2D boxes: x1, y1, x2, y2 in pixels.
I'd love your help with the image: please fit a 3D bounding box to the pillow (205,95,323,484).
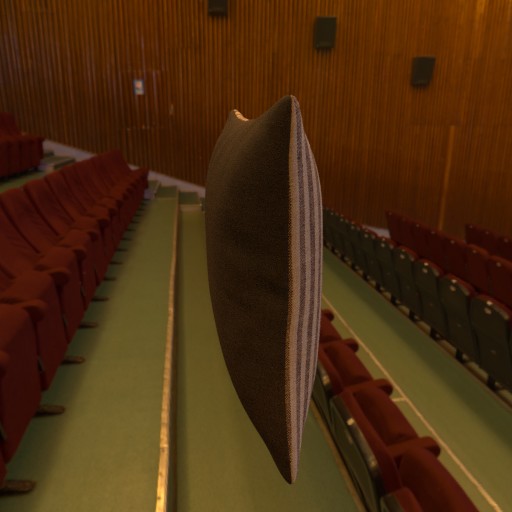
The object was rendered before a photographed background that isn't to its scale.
[{"bbox_3d":[0.000,0.000,0.780,0.166,0.506,0.523,-3,17,-9],"label":"pillow"}]
